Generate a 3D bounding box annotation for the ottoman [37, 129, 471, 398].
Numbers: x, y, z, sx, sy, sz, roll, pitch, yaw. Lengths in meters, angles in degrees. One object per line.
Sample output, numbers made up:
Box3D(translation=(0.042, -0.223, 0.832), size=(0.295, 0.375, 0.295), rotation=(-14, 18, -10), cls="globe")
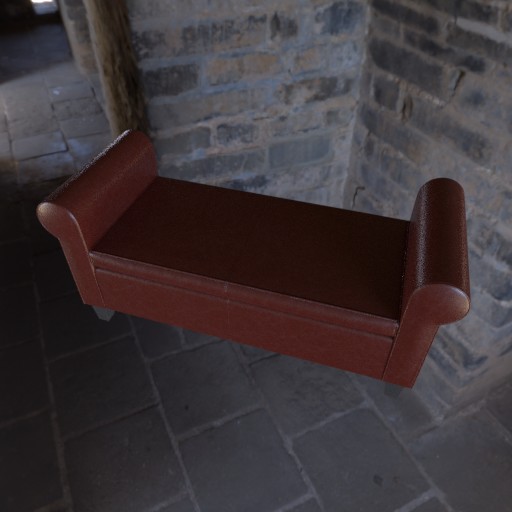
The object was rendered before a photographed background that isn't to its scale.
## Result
Box3D(translation=(0.000, 0.000, 1.539), size=(1.256, 0.547, 0.521), rotation=(12, 43, 13), cls="ottoman")
